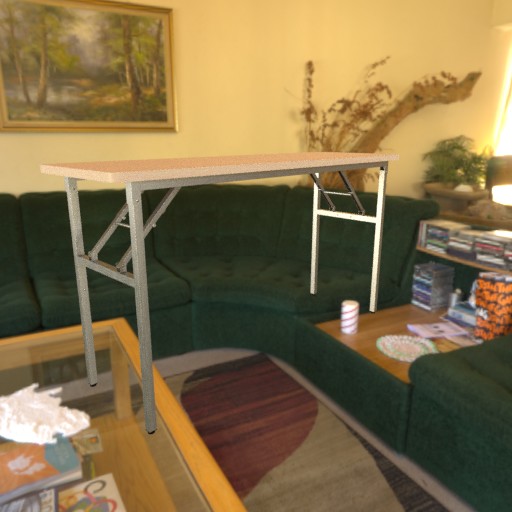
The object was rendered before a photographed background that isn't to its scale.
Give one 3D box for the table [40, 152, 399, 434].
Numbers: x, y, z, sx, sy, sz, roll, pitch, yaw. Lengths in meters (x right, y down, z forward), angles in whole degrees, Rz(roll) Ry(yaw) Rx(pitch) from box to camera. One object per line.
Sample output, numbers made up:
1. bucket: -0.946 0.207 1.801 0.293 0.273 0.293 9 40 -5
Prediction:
1. table: 0.000 0.000 1.739 0.446 0.750 1.397 14 21 42
